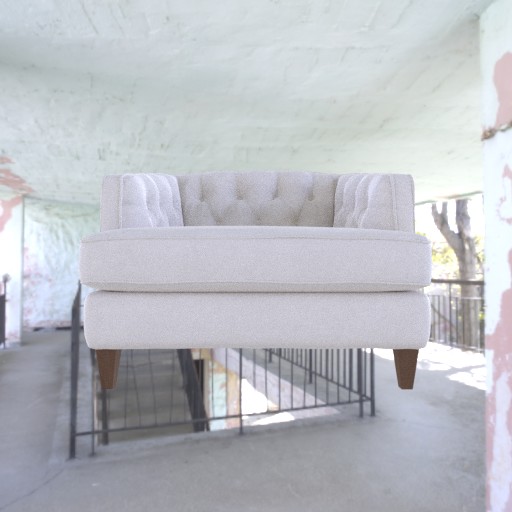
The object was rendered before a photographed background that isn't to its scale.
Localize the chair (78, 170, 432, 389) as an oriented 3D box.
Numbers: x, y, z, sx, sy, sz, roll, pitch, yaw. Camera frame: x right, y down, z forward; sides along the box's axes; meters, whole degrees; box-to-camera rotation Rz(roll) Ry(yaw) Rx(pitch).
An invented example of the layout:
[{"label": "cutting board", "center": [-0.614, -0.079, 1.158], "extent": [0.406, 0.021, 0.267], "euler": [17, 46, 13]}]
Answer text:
[{"label": "chair", "center": [0.000, 0.000, 1.770], "extent": [1.104, 0.852, 0.941], "euler": [0, -1, 0]}]
